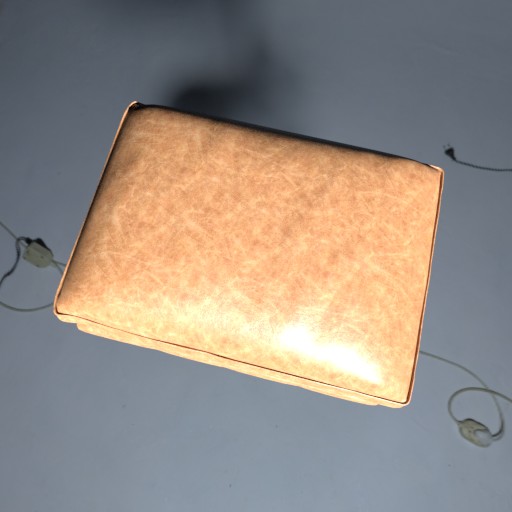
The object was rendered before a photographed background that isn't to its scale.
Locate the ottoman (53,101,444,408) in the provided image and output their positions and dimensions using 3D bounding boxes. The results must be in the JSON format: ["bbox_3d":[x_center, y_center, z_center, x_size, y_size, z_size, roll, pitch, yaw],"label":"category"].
[{"bbox_3d":[0.000,0.000,1.048,0.710,0.480,0.533,14,75,4],"label":"ottoman"}]
